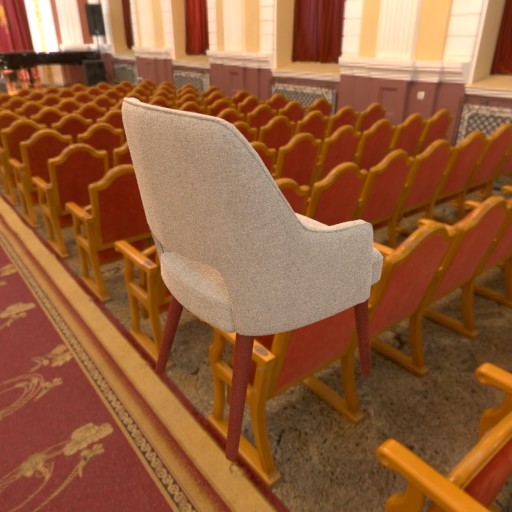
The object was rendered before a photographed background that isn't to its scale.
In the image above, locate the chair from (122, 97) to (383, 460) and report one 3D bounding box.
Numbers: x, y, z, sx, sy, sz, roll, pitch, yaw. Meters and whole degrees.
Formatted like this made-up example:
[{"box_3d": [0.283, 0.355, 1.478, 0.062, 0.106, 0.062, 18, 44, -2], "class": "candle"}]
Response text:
[{"box_3d": [0.000, 0.000, 1.229, 0.605, 0.849, 0.548, -19, 32, -33], "class": "chair"}]
